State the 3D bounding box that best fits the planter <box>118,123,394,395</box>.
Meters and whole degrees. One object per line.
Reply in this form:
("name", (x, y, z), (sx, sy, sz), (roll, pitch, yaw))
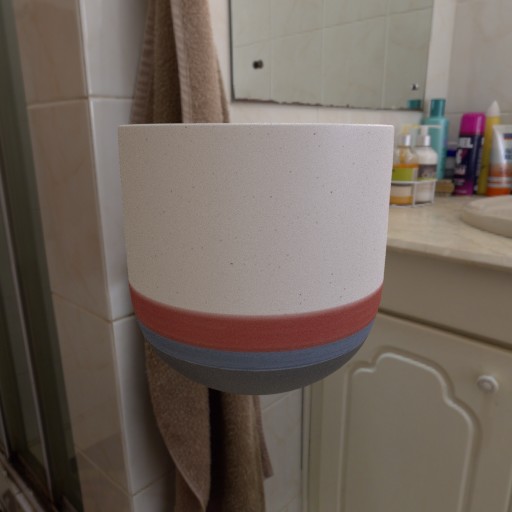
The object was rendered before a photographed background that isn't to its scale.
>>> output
("planter", (0.000, 0.000, 0.480), (0.268, 0.270, 0.268), (0, 15, 0))
